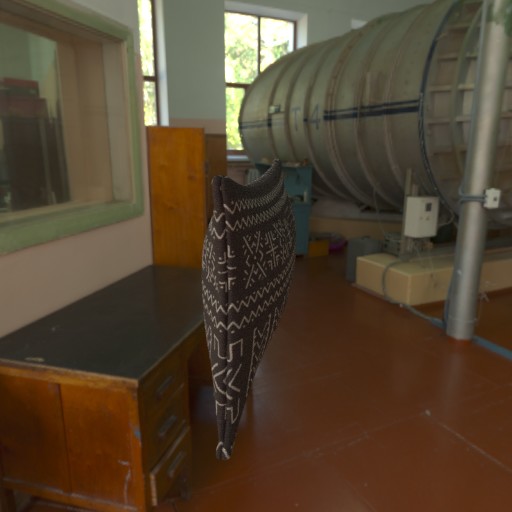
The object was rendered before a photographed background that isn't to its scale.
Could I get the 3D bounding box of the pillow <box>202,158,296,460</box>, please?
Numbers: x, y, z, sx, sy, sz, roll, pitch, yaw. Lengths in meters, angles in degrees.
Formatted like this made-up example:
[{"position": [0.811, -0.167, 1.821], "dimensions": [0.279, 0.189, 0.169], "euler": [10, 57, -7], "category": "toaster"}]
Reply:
[{"position": [0.000, 0.000, 0.781], "dimensions": [0.135, 0.322, 0.667], "euler": [2, 14, 8], "category": "pillow"}]
